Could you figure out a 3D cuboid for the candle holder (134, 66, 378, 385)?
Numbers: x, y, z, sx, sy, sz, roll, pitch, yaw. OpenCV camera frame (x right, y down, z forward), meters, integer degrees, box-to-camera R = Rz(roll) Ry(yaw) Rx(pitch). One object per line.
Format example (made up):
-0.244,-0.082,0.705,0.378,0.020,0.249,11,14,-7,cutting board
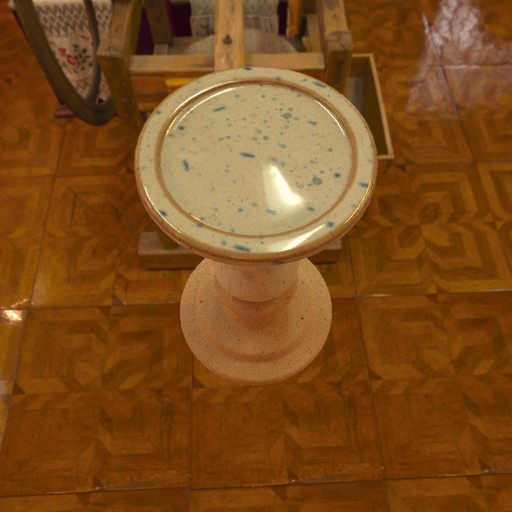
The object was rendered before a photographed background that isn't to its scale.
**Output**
0.000,0.000,0.277,0.123,0.202,0.123,0,63,0,candle holder
